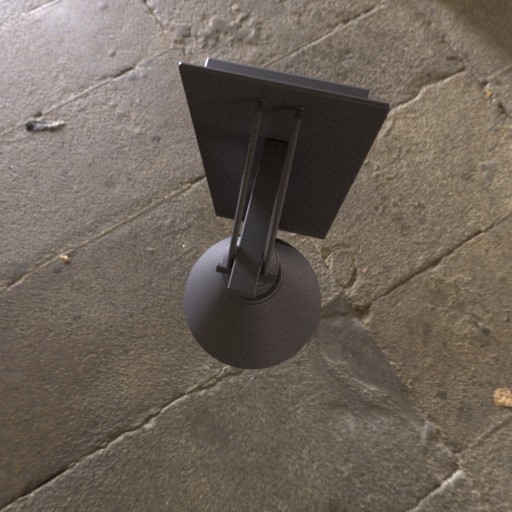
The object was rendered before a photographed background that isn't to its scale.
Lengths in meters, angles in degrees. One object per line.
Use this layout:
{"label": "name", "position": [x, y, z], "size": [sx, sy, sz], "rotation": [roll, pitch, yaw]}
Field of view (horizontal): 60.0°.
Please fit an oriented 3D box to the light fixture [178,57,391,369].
{"label": "light fixture", "position": [0.000, 0.000, 0.420], "size": [0.170, 0.298, 0.207], "rotation": [13, 76, 3]}
